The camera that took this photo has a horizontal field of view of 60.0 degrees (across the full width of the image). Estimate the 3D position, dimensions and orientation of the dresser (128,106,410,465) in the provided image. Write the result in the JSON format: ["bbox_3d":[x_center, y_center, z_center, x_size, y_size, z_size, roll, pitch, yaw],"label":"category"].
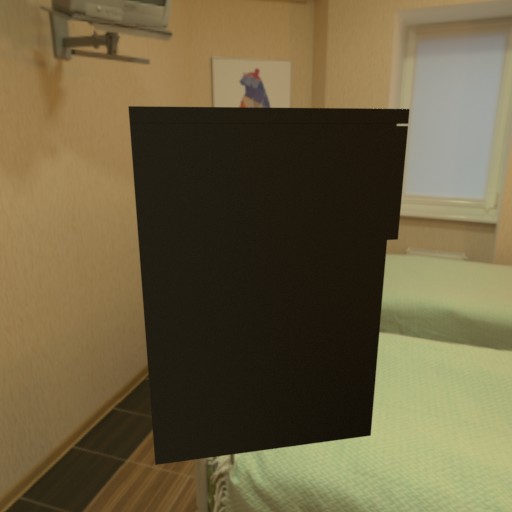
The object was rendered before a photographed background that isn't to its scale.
[{"bbox_3d":[0.000,0.000,0.768,0.360,0.470,0.400,-3,16,-11],"label":"dresser"}]
